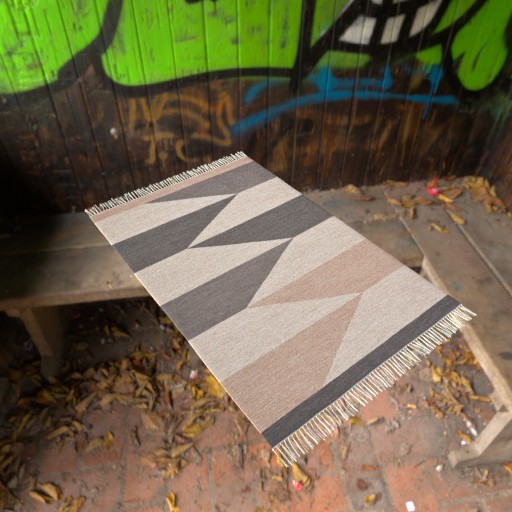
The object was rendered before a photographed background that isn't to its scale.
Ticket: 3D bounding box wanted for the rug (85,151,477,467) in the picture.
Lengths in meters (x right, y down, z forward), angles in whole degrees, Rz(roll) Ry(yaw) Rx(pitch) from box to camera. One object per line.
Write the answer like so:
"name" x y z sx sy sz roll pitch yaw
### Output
"rug" 0.000 0.000 2.501 1.224 0.027 2.021 -27 49 -26
